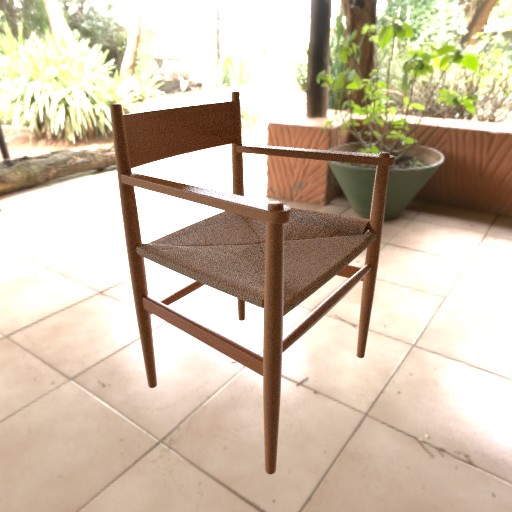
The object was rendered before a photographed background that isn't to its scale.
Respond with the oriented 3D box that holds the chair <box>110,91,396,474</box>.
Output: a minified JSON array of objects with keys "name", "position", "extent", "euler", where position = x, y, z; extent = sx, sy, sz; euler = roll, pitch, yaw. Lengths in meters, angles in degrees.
[{"name":"chair","position":[0.000,0.000,1.153],"extent":[0.495,0.762,0.556],"euler":[16,29,32]}]
